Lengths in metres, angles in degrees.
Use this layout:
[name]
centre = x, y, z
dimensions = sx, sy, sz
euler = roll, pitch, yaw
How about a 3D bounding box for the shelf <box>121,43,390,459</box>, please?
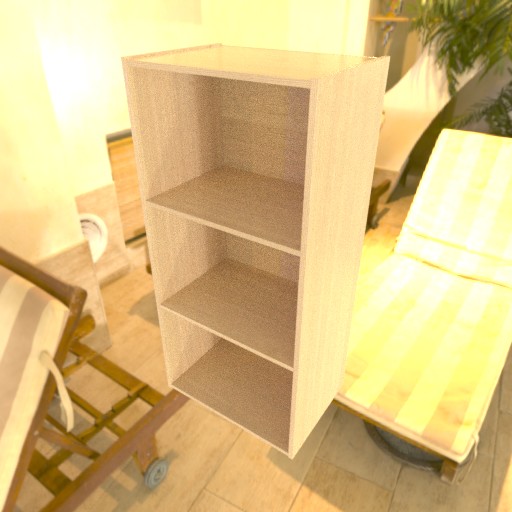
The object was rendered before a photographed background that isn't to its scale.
[shelf]
centre = 0.000, 0.000, 1.060
dimensions = 0.417, 0.876, 0.292
euler = 19, 36, 29
